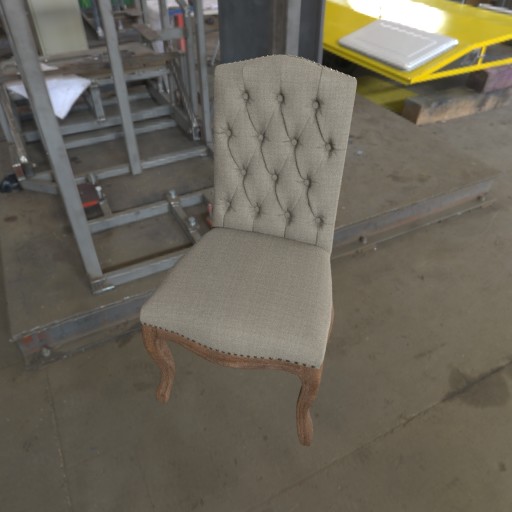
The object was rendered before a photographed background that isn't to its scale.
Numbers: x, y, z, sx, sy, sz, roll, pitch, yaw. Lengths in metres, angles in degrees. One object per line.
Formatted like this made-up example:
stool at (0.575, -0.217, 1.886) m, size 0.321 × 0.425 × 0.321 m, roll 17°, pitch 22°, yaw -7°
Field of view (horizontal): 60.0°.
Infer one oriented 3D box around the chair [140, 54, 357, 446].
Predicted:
chair at (0.000, 0.000, 1.595) m, size 0.637 × 1.191 × 0.731 m, roll 12°, pitch 42°, yaw 13°
